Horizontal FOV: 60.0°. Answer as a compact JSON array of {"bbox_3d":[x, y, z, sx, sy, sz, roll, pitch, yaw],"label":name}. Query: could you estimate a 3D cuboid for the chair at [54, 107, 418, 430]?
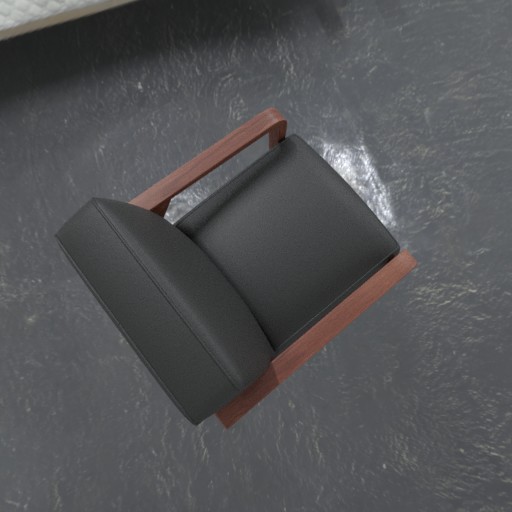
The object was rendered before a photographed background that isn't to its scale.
[{"bbox_3d":[0.000,0.000,1.486,0.889,0.861,0.719,-38,79,-9],"label":"chair"}]
